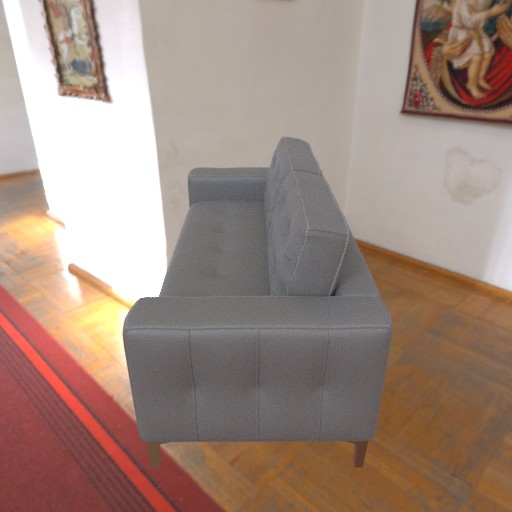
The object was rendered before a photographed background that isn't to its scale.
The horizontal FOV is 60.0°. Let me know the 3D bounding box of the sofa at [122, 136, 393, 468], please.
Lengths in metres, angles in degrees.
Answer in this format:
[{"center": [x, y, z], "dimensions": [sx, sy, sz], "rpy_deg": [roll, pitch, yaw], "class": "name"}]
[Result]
[{"center": [0.000, 0.000, 2.141], "dimensions": [0.833, 0.892, 1.726], "rpy_deg": [0, 27, 0], "class": "sofa"}]
